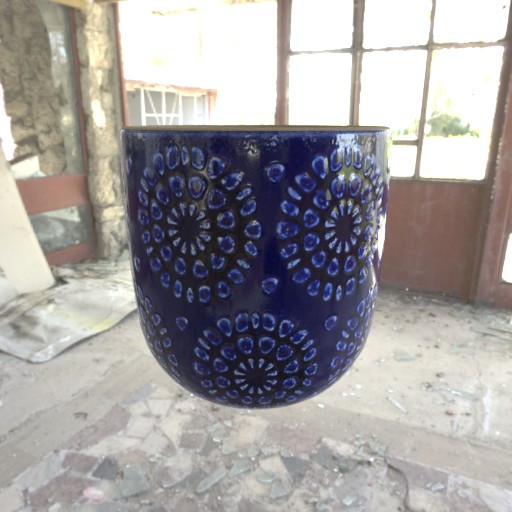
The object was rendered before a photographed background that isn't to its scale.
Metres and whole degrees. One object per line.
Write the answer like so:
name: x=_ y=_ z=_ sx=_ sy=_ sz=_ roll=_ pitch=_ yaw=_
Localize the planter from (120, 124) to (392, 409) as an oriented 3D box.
planter: x=0.000 y=0.000 z=0.198 sx=0.109 sy=0.112 sz=0.109 roll=0 pitch=17 yaw=0
